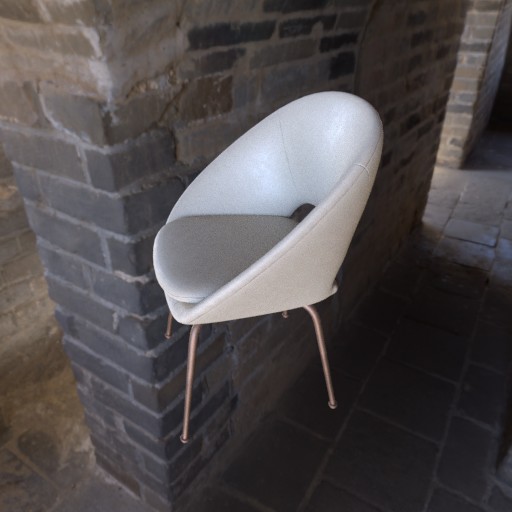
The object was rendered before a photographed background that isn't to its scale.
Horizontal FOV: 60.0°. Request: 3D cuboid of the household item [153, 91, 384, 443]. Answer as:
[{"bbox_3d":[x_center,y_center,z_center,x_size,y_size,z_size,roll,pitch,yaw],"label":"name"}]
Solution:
[{"bbox_3d":[0.000,0.000,1.272,0.573,0.852,0.623,-8,32,-13],"label":"household item"}]
